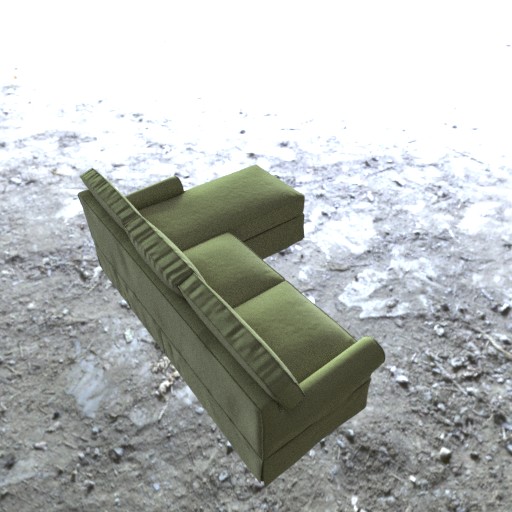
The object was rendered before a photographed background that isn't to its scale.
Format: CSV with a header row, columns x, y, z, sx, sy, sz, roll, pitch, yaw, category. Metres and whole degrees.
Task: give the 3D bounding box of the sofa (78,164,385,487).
x,y,z,sx,sy,sz,roll,pitch,yaw,category
0.000,0.000,3.339,1.733,0.978,2.475,-26,47,-27,sofa
